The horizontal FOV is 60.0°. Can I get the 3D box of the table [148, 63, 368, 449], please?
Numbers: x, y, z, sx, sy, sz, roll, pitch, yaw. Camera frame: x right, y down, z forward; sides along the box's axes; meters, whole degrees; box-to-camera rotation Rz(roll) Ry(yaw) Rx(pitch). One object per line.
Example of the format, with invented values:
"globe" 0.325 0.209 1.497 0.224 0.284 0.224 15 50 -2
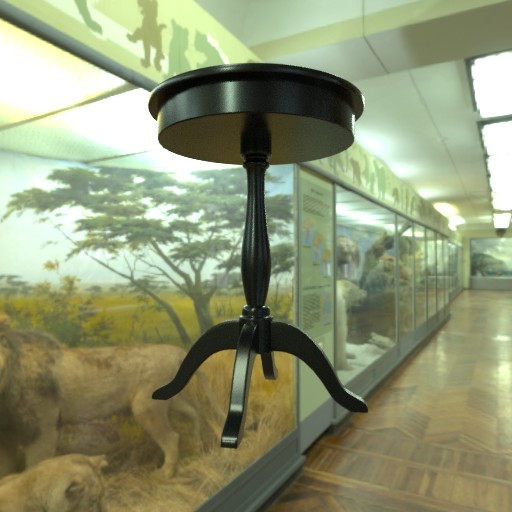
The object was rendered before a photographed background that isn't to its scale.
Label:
"table" 0.000 0.000 1.000 0.481 0.665 0.481 0 -1 0
